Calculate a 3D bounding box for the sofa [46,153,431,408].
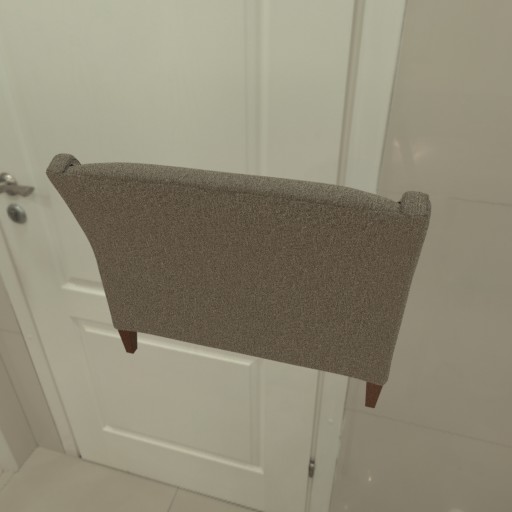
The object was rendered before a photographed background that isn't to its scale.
[{"bbox_3d":[0.000,0.000,1.915,1.242,1.026,0.862,9,33,14],"label":"sofa"}]
